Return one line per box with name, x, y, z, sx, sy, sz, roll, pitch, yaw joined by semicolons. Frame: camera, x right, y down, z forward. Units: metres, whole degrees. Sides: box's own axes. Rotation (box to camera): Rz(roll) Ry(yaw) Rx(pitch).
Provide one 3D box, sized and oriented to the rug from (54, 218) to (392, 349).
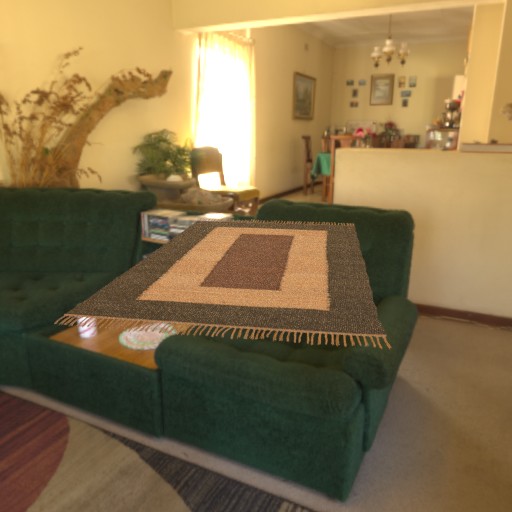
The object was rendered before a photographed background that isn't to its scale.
rug;0.000;0.000;1.890;0.920;0.013;1.541;2;16;9
